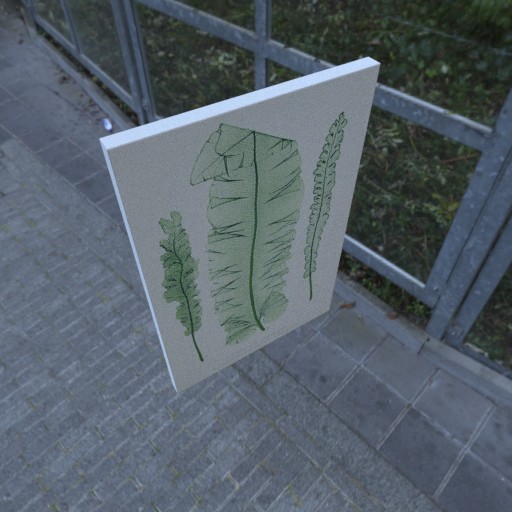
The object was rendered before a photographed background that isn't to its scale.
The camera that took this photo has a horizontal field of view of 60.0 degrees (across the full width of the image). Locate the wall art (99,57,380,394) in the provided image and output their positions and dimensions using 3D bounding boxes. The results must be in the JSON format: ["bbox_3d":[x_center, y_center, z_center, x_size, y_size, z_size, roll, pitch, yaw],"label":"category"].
[{"bbox_3d":[0.000,0.000,1.196,0.610,0.914,0.038,-25,52,-21],"label":"wall art"}]
